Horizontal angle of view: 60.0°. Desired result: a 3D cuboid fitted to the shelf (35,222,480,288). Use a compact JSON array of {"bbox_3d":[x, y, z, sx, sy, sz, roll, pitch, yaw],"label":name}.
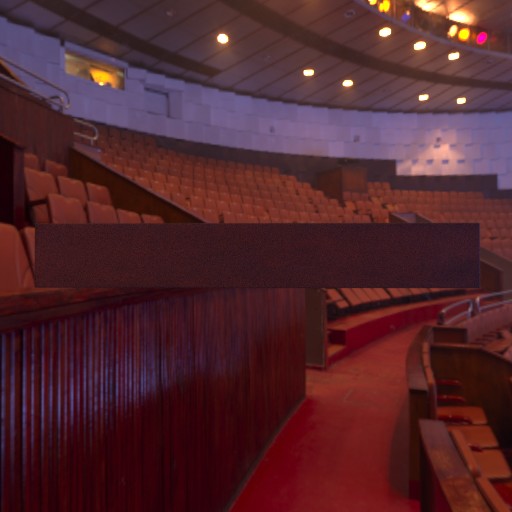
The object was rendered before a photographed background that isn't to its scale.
[{"bbox_3d":[0.000,0.000,0.679,0.607,0.088,0.152,0,-1,1],"label":"shelf"}]
